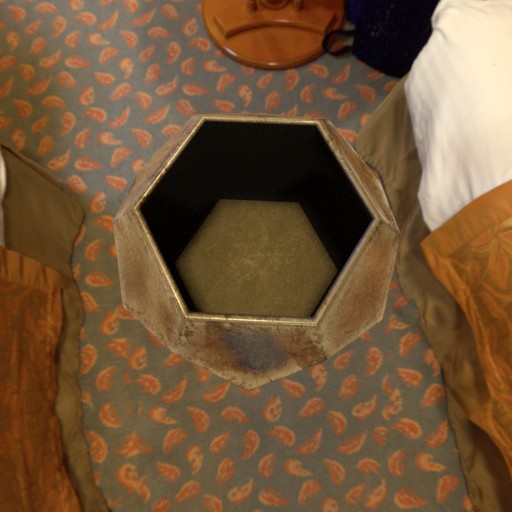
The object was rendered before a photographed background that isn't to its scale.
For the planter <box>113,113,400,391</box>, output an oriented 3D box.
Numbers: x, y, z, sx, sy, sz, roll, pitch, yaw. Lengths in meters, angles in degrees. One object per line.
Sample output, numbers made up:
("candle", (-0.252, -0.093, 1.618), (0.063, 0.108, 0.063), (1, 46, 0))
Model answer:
("planter", (0.000, 0.000, 0.423), (0.243, 0.238, 0.221), (32, 78, 8))
